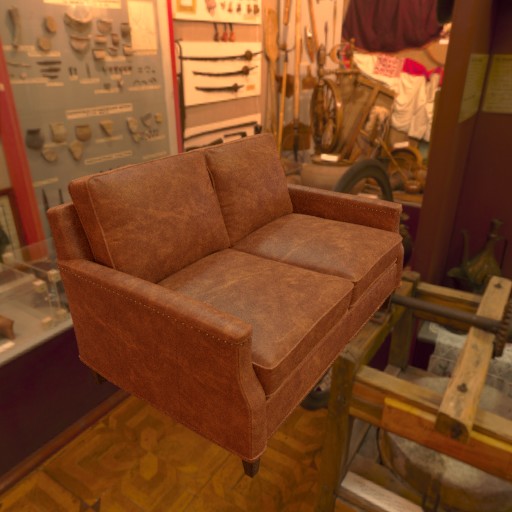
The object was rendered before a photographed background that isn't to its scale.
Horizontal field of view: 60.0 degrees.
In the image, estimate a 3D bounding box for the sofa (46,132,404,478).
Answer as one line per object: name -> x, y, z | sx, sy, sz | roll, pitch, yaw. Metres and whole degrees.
sofa -> 0.000, 0.000, 2.240 | 1.084, 1.003, 1.597 | 16, 30, 31
